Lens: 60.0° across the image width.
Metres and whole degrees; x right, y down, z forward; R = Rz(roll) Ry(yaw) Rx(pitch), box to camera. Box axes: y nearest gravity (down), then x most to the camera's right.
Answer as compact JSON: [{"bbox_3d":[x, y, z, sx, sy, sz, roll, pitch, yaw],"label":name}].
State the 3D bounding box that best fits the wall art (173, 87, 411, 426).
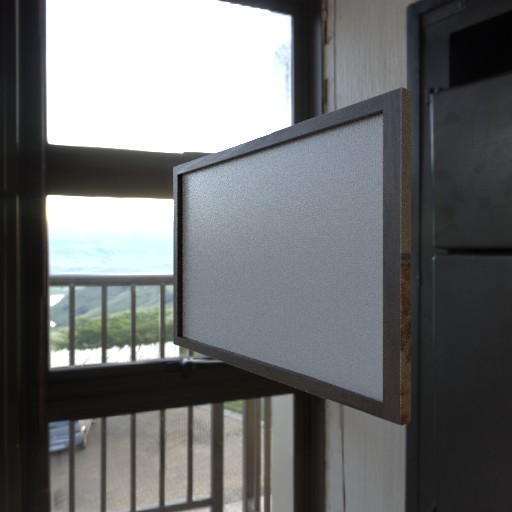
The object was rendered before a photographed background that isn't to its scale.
[{"bbox_3d":[0.000,0.000,1.951,0.051,1.016,1.520,0,0,-37],"label":"wall art"}]
